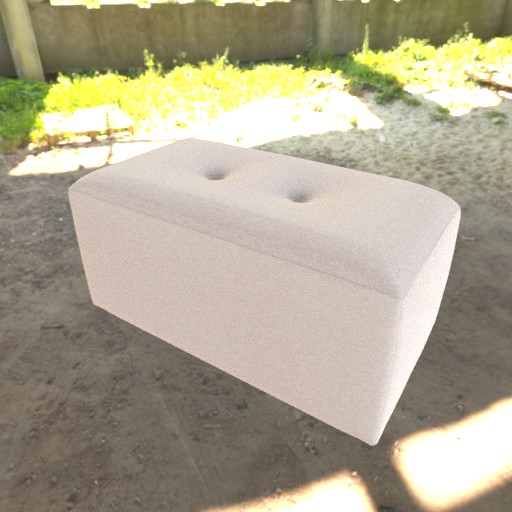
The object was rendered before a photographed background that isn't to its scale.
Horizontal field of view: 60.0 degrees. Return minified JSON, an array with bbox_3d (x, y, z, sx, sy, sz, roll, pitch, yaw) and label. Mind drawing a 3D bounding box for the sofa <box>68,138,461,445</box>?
[{"bbox_3d":[0.000,0.000,1.222,0.930,0.470,0.480,19,36,28],"label":"sofa"}]
